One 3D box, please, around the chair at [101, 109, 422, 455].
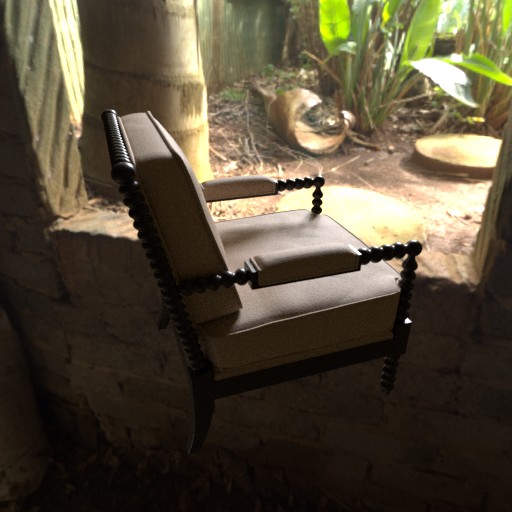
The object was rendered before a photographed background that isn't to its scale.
[{"bbox_3d":[0.000,0.000,1.163,0.657,0.703,0.555,-9,30,-17],"label":"chair"}]
